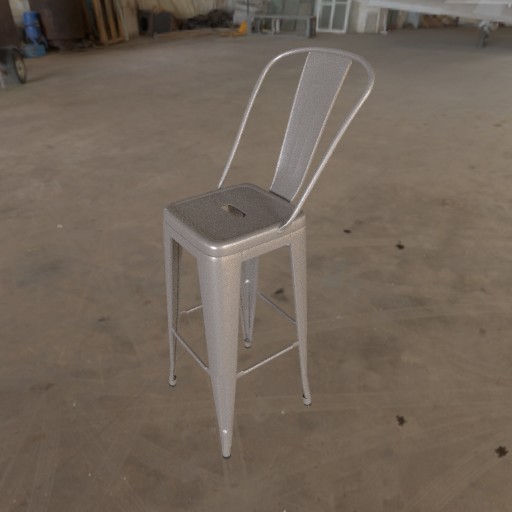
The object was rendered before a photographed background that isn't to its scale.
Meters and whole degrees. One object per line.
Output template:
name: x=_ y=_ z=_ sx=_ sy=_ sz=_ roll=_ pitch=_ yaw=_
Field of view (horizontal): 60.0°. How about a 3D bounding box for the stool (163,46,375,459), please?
stool: x=0.000 y=0.000 z=1.319 sx=0.513 sy=1.096 sz=0.399 roll=-21 pitch=38 yaw=-30
